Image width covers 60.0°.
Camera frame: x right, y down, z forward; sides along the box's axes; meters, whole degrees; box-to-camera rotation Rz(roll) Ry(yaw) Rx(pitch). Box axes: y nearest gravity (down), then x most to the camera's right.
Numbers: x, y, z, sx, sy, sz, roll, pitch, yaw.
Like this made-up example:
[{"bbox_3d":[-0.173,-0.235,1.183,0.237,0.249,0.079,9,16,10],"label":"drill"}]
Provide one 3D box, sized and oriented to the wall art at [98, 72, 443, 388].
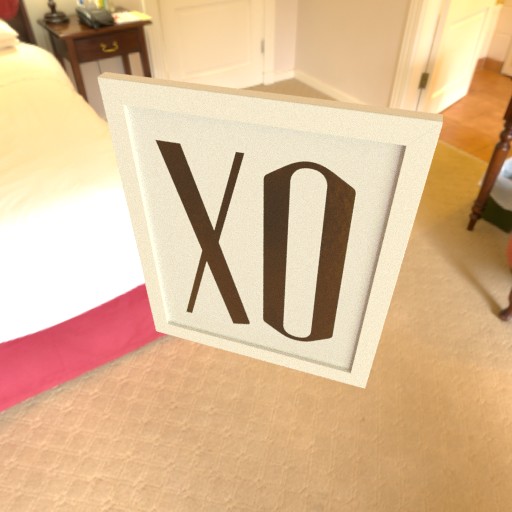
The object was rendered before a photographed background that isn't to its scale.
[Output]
[{"bbox_3d":[0.000,0.000,0.728,0.444,0.536,0.020,12,43,14],"label":"wall art"}]
